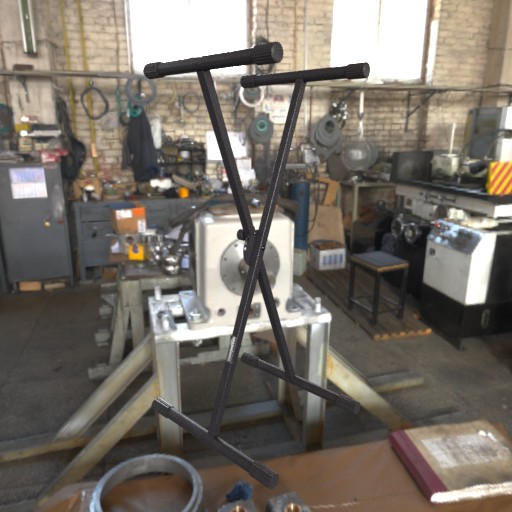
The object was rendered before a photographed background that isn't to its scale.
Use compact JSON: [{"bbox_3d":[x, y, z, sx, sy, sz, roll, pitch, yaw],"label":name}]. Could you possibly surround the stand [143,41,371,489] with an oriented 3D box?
[{"bbox_3d":[0.000,0.000,1.163,0.449,0.940,0.409,14,21,40],"label":"stand"}]
